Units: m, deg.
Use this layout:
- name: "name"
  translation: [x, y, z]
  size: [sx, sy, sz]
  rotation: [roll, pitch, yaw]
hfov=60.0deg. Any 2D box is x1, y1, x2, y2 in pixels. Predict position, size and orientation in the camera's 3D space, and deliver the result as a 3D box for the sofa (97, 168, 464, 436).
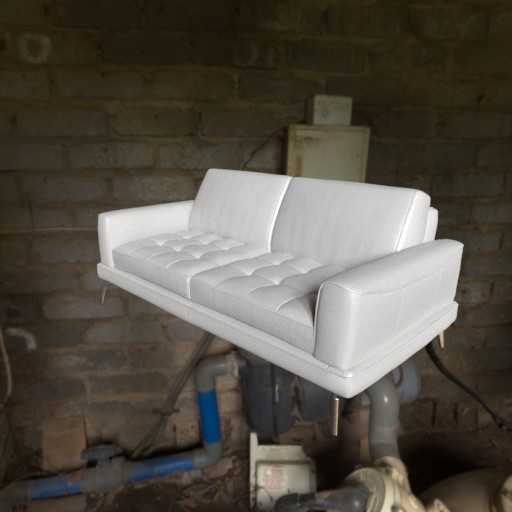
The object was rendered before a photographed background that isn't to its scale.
- name: "sofa"
  translation: [0.000, 0.000, 2.755]
  size: [2.177, 0.930, 1.121]
  rotation: [16, 23, 43]
